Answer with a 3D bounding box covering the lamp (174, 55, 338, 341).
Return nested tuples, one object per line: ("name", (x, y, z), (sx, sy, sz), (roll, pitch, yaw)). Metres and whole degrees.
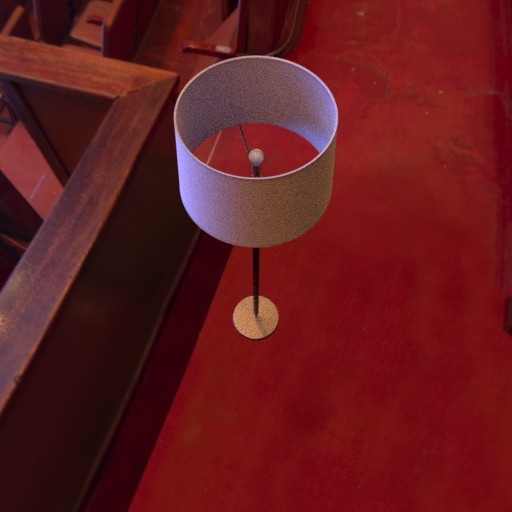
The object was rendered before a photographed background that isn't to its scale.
("lamp", (0.000, 0.000, 1.644), (0.420, 1.447, 0.420), (0, 63, 0))
